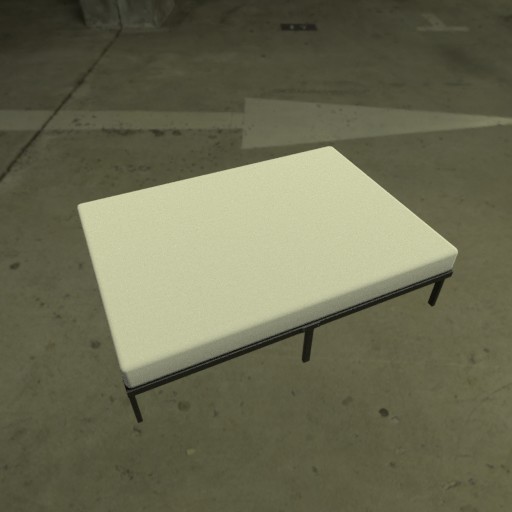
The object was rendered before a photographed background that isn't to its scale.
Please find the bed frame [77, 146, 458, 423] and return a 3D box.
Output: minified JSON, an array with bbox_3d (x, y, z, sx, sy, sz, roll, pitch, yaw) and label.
[{"bbox_3d":[0.000,0.000,3.870,2.842,0.680,2.205,-12,43,-13],"label":"bed frame"}]
